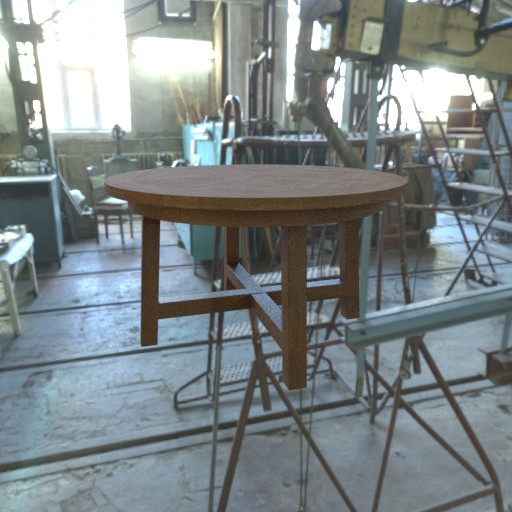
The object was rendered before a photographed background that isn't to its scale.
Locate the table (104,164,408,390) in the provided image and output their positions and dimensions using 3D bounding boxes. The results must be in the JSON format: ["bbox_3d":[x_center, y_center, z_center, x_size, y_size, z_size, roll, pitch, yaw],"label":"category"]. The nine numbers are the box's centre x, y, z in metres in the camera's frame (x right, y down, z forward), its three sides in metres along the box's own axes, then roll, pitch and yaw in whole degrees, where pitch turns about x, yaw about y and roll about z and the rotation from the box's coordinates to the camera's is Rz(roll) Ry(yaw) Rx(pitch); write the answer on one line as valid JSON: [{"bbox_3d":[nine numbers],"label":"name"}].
[{"bbox_3d":[0.000,0.000,2.130,1.319,0.762,1.319,0,16,0],"label":"table"}]
